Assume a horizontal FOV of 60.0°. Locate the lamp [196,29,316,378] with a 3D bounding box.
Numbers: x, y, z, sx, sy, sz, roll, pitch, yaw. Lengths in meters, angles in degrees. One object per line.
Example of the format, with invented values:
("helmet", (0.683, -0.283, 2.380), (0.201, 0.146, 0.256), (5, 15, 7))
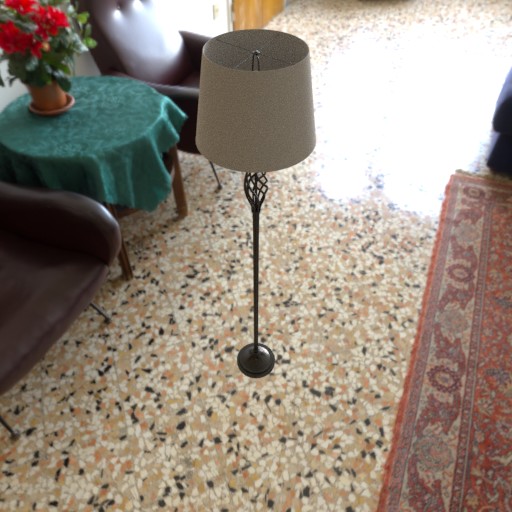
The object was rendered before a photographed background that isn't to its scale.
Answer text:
("lamp", (0.000, 0.000, 1.786), (0.379, 1.623, 0.379), (0, 46, 0))
